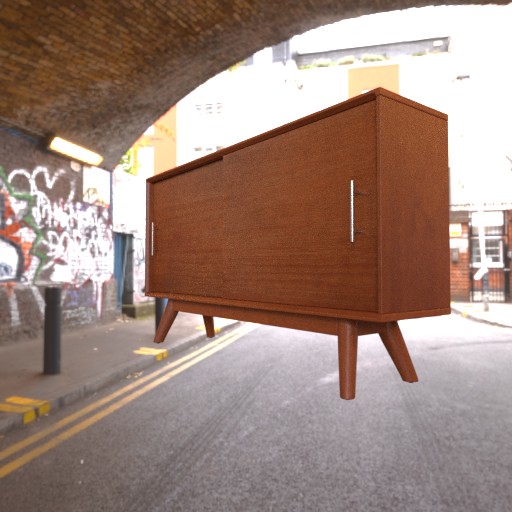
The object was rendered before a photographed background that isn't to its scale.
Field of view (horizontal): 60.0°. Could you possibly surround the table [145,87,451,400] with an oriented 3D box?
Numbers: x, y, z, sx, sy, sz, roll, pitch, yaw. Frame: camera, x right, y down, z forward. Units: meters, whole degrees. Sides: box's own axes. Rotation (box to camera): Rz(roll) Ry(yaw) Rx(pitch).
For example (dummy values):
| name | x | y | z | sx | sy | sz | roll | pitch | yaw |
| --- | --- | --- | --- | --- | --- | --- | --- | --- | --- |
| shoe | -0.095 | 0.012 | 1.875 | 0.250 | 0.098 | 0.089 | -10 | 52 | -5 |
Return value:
| name | x | y | z | sx | sy | sz | roll | pitch | yaw |
| --- | --- | --- | --- | --- | --- | --- | --- | --- | --- |
| table | 0.000 | 0.000 | 1.509 | 0.308 | 0.698 | 1.220 | 1 | -2 | -38 |
